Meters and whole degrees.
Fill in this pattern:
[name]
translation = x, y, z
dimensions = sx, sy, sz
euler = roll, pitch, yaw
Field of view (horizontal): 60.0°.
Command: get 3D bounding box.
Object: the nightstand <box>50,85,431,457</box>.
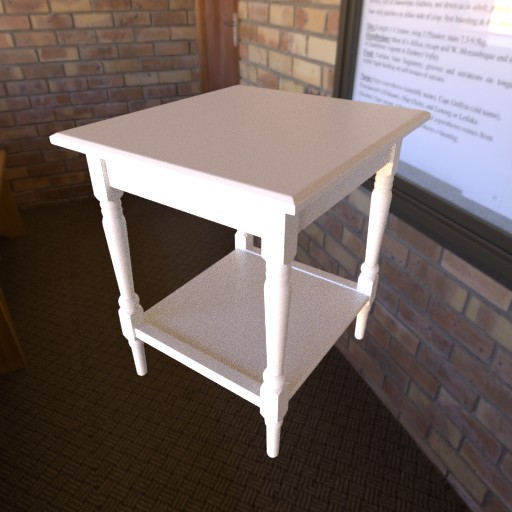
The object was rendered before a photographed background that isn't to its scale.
[nightstand]
translation = 0.000, 0.000, 0.919
dimensions = 0.459, 0.555, 0.505
euler = 20, 37, 29
